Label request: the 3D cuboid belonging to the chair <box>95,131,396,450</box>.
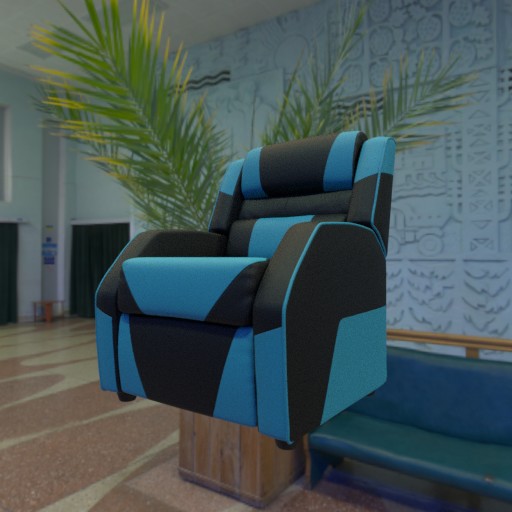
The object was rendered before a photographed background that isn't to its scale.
[{"bbox_3d":[0.000,0.000,1.292,0.620,0.805,0.672,0,0,36],"label":"chair"}]
